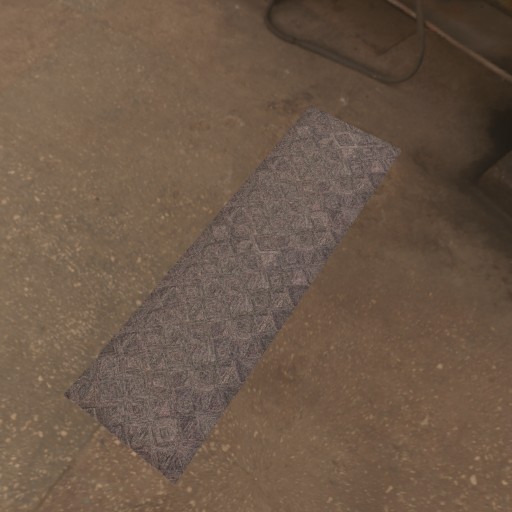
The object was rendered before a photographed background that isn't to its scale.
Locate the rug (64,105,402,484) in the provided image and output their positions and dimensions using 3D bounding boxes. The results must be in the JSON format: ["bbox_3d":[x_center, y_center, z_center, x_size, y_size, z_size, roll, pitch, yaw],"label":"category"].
[{"bbox_3d":[0.000,0.000,2.479,0.691,0.011,2.296,31,67,15],"label":"rug"}]
